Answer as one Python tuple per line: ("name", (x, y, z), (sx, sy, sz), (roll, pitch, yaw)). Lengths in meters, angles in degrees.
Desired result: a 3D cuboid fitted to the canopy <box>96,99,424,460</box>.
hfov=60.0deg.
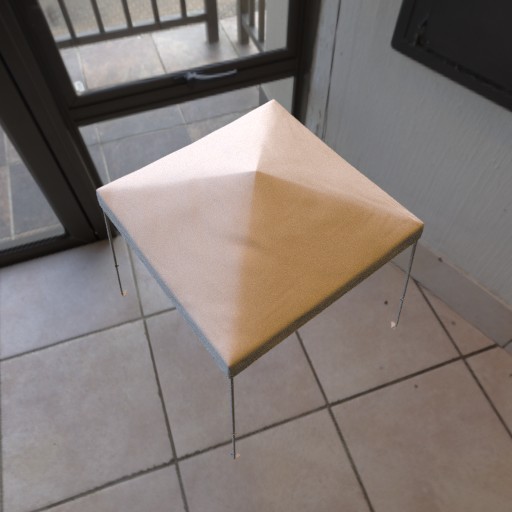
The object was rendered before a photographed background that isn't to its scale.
("canopy", (0.000, 0.000, 5.189), (2.848, 2.849, 2.849), (-33, 63, -19))
